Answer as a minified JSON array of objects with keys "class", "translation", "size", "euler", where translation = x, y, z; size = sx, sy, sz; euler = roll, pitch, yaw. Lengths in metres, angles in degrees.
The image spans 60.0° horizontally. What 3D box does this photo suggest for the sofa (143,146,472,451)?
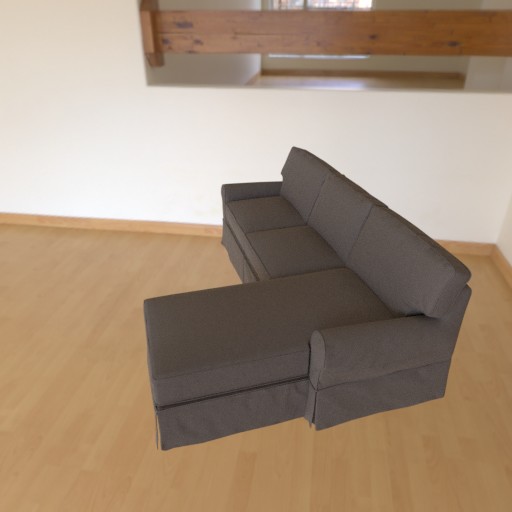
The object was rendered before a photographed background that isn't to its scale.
[{"class":"sofa","translation":[0.000,0.000,3.280],"size":[1.733,0.978,2.475],"euler":[-8,30,-14]}]
